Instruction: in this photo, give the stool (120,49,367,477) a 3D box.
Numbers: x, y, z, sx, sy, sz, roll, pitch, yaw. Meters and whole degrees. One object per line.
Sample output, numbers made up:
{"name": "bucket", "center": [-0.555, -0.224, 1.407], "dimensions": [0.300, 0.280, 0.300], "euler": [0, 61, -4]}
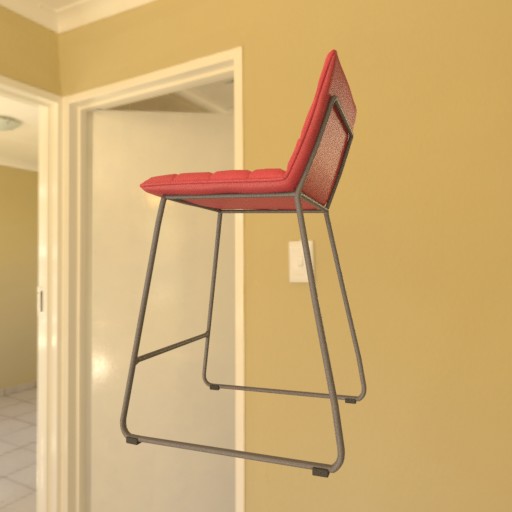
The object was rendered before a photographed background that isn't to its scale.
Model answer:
{"name": "stool", "center": [0.000, 0.000, 1.167], "dimensions": [0.524, 0.866, 0.489], "euler": [0, -1, 19]}
